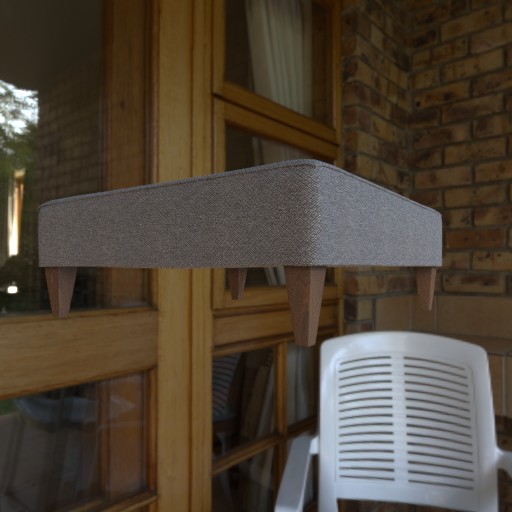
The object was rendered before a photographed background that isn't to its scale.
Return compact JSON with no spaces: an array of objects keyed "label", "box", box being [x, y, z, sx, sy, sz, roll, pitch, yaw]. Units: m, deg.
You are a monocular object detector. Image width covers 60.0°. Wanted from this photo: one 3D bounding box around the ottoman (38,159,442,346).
[{"label":"ottoman","box":[0.000,0.000,1.471,0.970,0.378,0.981,-1,-2,35]}]
